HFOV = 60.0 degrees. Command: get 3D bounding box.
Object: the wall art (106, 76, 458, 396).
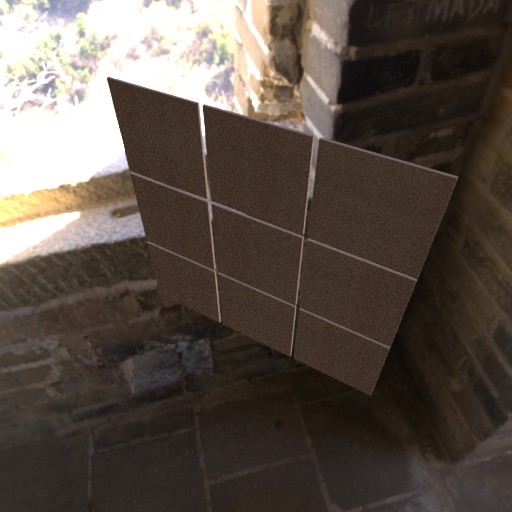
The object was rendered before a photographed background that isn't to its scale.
[{"bbox_3d":[0.000,0.000,1.812,1.219,1.218,0.013,22,50,20],"label":"wall art"}]
